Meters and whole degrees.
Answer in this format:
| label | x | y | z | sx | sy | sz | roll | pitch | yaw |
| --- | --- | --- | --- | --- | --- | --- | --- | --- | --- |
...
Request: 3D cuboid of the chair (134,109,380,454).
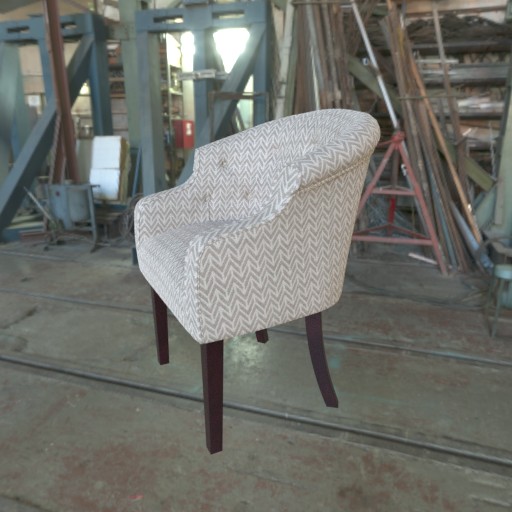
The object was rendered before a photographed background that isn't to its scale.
| label | x | y | z | sx | sy | sz | roll | pitch | yaw |
| --- | --- | --- | --- | --- | --- | --- | --- | --- | --- |
| chair | 0.000 | 0.000 | 1.352 | 0.613 | 0.858 | 0.686 | -8 | 19 | -26 |
